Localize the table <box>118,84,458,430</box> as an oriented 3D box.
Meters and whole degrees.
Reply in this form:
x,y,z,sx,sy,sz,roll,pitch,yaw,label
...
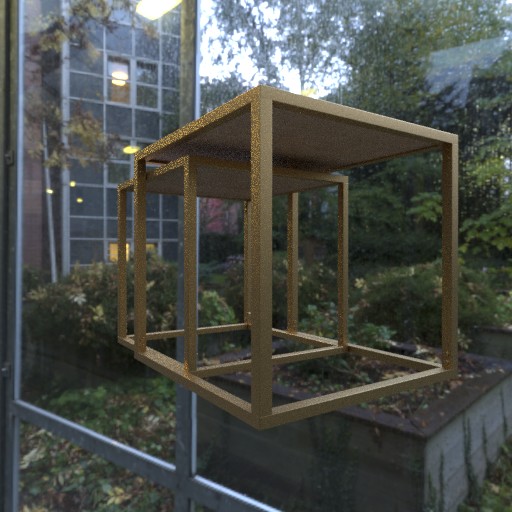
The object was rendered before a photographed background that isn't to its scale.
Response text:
x,y,z,sx,sy,sz,roll,pitch,yaw,label
0.000,0.000,1.098,0.505,0.505,0.762,0,0,-34,table
